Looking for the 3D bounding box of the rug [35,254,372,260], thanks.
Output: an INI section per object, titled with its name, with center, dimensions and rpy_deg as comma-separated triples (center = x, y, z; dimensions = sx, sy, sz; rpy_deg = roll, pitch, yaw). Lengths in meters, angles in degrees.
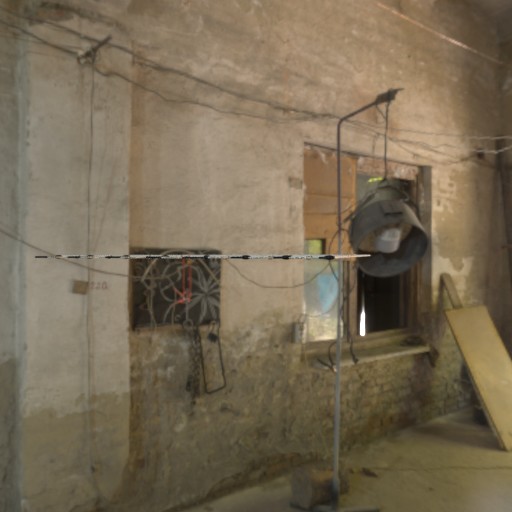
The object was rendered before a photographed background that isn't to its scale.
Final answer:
[rug]
center = 0.000, 0.000, 3.296
dimensions = 1.524, 0.021, 2.755
rpy_deg = 0, 0, 18
